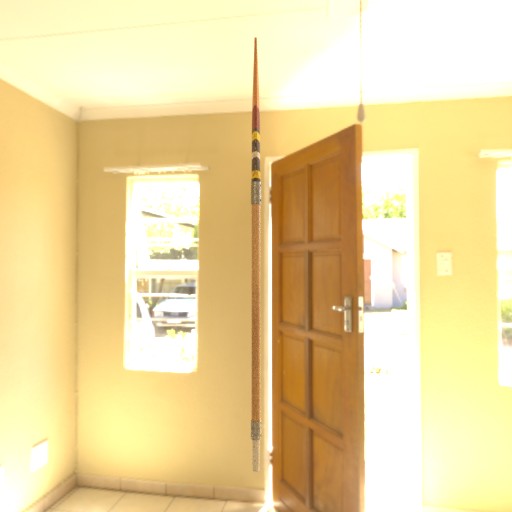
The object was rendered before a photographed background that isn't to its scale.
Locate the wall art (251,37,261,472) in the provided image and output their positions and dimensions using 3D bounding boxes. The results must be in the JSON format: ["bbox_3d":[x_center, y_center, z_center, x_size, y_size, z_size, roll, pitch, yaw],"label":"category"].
[{"bbox_3d":[0.000,0.000,1.621,0.038,1.556,0.146,0,-2,1],"label":"wall art"}]
